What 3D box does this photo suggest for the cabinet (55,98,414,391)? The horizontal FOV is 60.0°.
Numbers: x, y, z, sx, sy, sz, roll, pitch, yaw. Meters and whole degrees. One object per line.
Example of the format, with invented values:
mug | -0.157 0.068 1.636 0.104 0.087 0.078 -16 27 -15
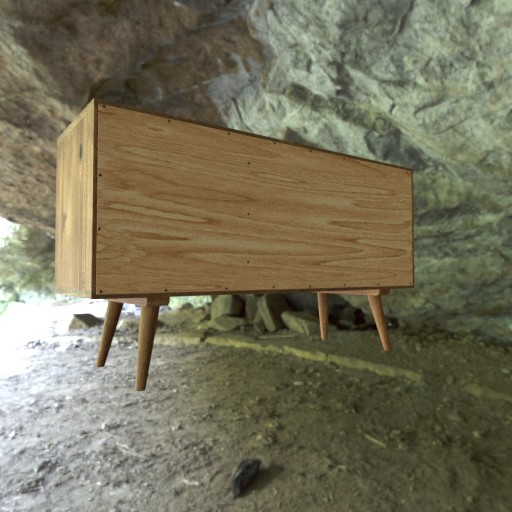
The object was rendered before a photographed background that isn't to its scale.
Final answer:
cabinet | 0.000 0.000 1.764 1.400 0.800 0.472 1 -3 -36
